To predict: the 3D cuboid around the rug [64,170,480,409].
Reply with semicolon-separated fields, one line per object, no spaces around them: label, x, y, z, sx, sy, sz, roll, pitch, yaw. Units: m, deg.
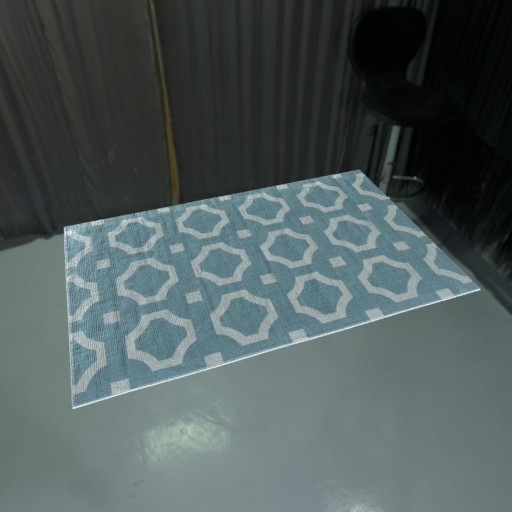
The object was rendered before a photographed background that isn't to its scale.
rug;0.000;0.000;3.005;2.443;0.015;1.528;-13;43;-14
